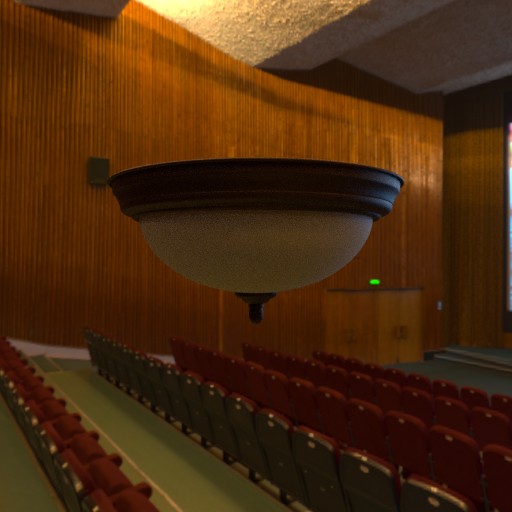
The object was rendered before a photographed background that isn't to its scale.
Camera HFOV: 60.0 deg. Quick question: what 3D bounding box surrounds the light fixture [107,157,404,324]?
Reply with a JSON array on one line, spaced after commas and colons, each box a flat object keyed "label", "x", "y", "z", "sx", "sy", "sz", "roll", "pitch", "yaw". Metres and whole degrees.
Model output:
[{"label": "light fixture", "x": 0.000, "y": 0.000, "z": 0.440, "sx": 0.280, "sy": 0.135, "sz": 0.280, "roll": 0, "pitch": 0, "yaw": 0}]
